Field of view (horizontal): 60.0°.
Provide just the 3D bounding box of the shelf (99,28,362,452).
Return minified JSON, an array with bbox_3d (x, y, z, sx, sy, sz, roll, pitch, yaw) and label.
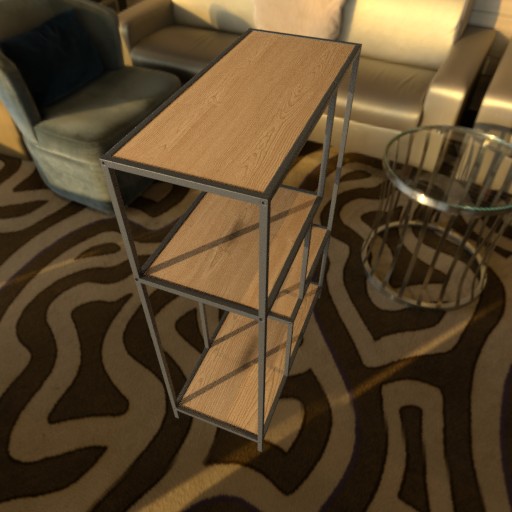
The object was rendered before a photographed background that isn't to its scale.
[{"bbox_3d":[0.000,0.000,1.471,0.350,1.138,0.770,16,48,15],"label":"shelf"}]
